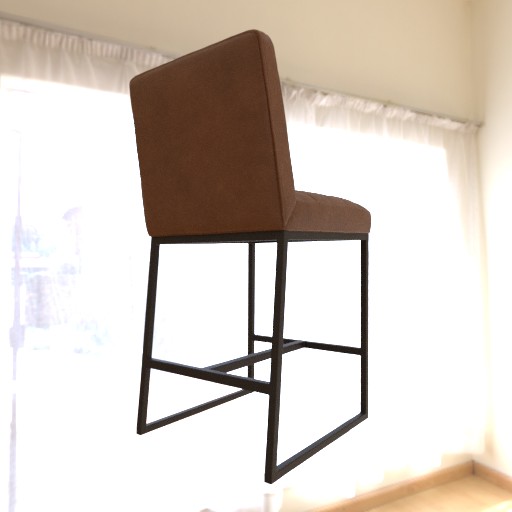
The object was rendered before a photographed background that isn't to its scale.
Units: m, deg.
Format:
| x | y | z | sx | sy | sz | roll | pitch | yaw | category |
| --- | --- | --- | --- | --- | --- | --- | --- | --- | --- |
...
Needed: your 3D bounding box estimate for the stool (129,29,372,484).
| x | y | z | sx | sy | sz | roll | pitch | yaw | category |
| --- | --- | --- | --- | --- | --- | --- | --- | --- | --- |
| 0.000 | 0.000 | 1.226 | 0.458 | 0.940 | 0.556 | -1 | -1 | 37 | stool |
